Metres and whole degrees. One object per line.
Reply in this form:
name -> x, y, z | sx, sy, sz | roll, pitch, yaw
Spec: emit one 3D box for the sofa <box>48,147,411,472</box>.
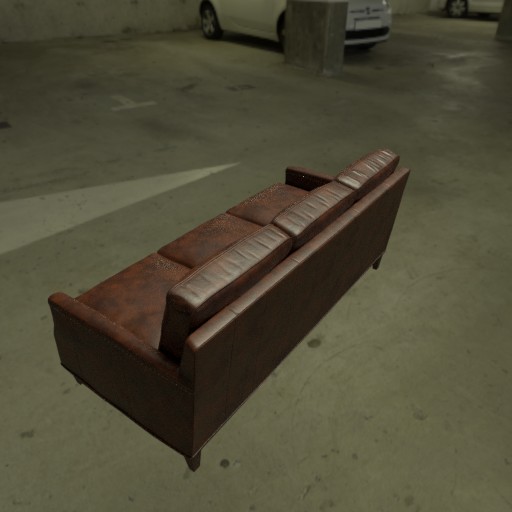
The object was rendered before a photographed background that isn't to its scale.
sofa -> 0.000, 0.000, 2.763 | 1.084, 1.003, 2.240 | 22, 39, 30
